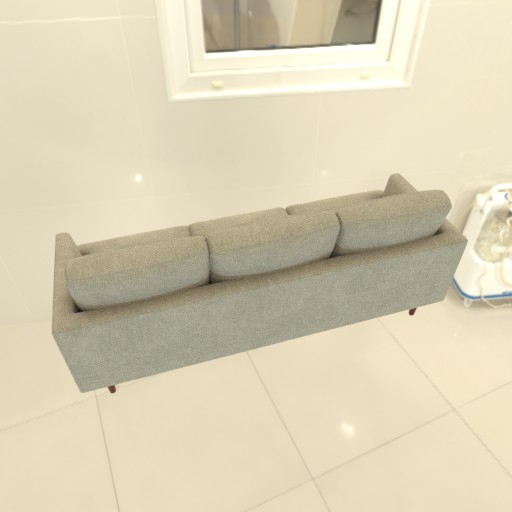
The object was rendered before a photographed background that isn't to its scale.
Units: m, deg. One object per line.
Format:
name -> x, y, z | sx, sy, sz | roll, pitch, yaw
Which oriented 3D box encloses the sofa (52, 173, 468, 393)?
sofa -> 0.000, 0.000, 2.688 | 2.246, 0.930, 0.903 | -12, 43, -13
